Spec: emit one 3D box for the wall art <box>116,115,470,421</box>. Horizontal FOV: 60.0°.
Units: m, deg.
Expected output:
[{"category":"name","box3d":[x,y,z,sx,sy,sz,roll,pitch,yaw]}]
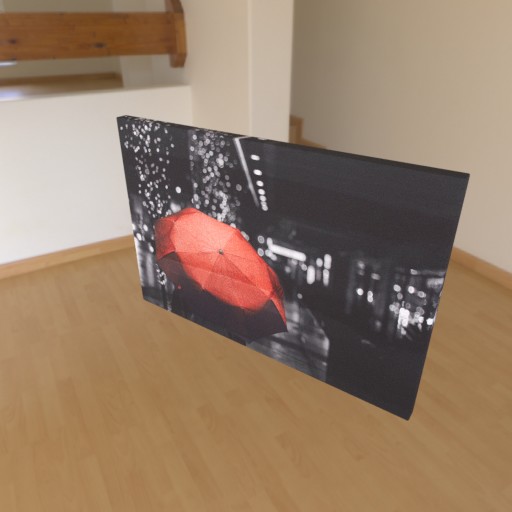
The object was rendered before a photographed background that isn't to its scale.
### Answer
[{"category":"wall art","box3d":[0.000,0.000,1.160,0.914,0.609,0.038,18,34,30]}]
